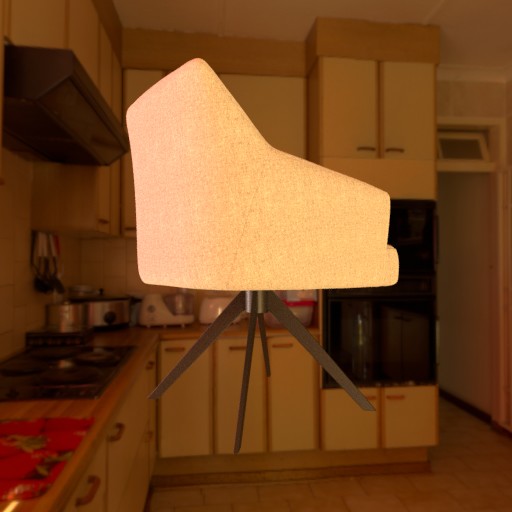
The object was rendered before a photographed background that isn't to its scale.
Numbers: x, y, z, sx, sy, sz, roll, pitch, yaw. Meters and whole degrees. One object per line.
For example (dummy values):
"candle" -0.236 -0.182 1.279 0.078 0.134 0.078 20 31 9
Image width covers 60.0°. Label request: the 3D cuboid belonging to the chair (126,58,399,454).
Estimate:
"chair" 0.000 0.000 1.312 0.677 0.874 0.642 0 -1 -36
